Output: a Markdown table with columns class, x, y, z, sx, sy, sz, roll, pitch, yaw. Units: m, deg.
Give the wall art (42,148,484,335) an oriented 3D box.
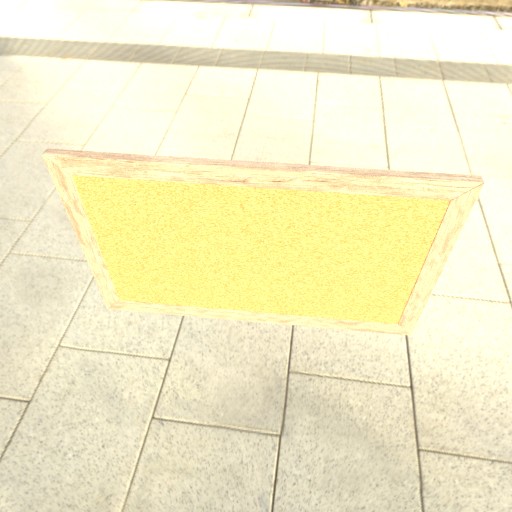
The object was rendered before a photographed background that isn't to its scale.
| class | x | y | z | sx | sy | sz | roll | pitch | yaw |
| --- | --- | --- | --- | --- | --- | --- | --- | --- | --- |
| wall art | 0.000 | 0.000 | 0.961 | 0.780 | 0.480 | 0.021 | 4 | 48 | 4 |
